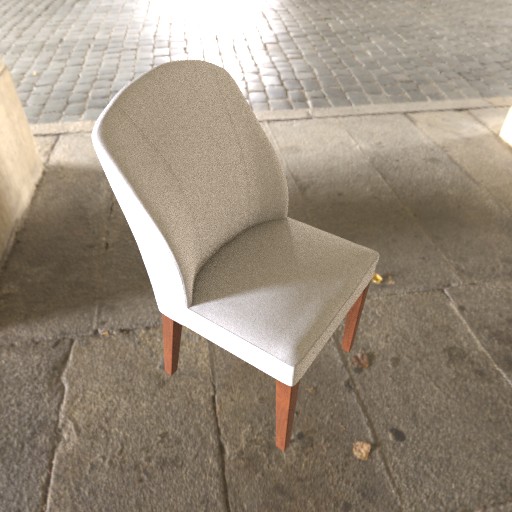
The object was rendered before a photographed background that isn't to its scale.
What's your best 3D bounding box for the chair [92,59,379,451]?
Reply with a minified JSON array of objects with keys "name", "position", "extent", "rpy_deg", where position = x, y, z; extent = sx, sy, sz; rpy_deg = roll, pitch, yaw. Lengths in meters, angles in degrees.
[{"name":"chair","position":[0.000,0.000,1.186],"extent":[0.540,0.893,0.472],"rpy_deg":[24,46,25]}]
